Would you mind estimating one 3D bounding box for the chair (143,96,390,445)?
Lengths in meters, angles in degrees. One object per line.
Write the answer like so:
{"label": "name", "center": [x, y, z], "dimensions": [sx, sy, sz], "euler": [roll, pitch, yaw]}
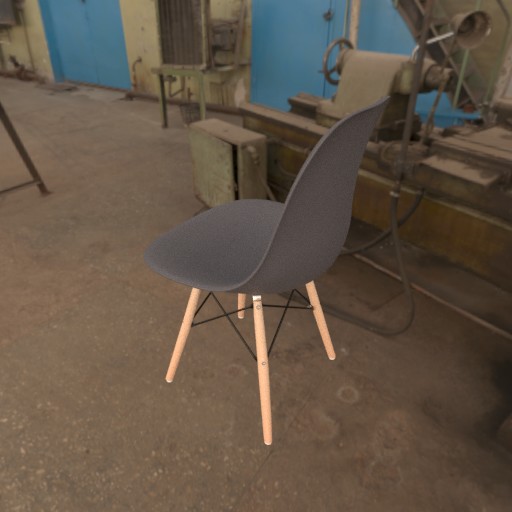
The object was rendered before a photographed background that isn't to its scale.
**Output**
{"label": "chair", "center": [0.000, 0.000, 1.132], "dimensions": [0.533, 0.826, 0.470], "euler": [20, 37, 29]}
